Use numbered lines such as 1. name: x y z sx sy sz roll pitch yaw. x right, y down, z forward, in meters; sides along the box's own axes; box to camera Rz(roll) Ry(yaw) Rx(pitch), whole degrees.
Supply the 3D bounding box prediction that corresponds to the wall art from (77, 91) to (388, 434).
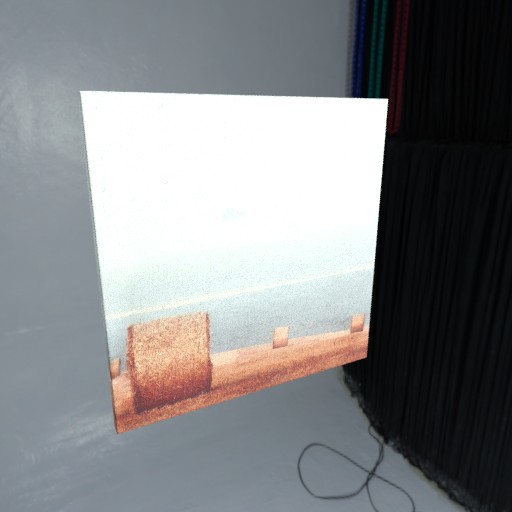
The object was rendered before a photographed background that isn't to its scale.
1. wall art: 0.000 0.000 1.119 0.760 0.760 0.042 -9 19 -26
